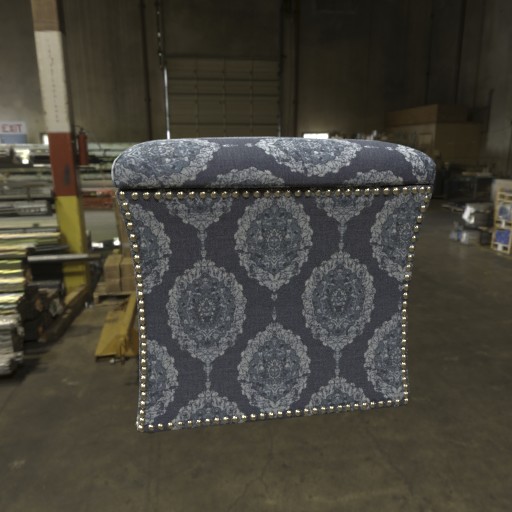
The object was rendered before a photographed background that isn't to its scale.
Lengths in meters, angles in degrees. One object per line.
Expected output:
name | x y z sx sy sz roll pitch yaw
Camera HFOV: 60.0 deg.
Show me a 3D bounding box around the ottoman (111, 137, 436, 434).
ottoman | 0.000 0.000 0.918 0.507 0.475 0.497 -2 14 -10
